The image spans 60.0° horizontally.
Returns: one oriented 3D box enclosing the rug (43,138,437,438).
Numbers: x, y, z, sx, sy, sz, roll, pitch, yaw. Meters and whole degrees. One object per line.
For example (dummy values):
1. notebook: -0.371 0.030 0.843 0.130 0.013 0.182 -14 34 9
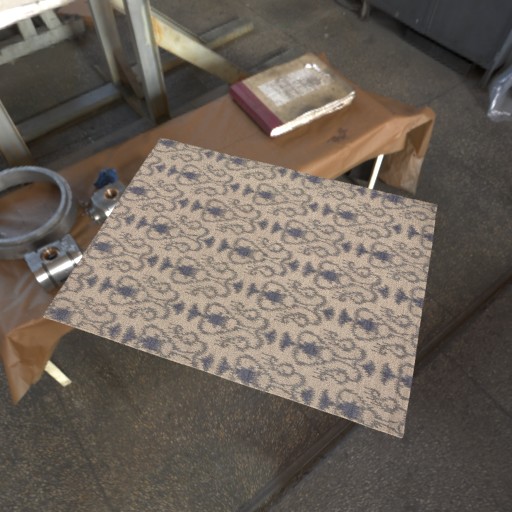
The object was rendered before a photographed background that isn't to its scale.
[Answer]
1. rug: 0.000 0.000 4.298 3.205 0.015 2.437 16 58 10
